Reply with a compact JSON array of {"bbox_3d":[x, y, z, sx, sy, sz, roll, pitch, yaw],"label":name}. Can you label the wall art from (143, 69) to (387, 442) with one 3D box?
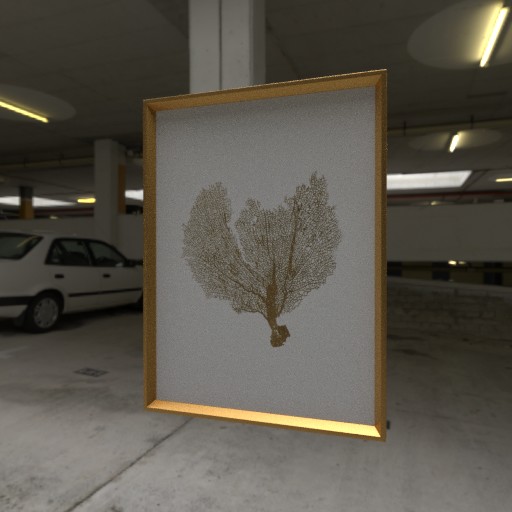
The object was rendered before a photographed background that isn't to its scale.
[{"bbox_3d":[0.000,0.000,1.079,0.610,0.812,0.038,0,0,19],"label":"wall art"}]
